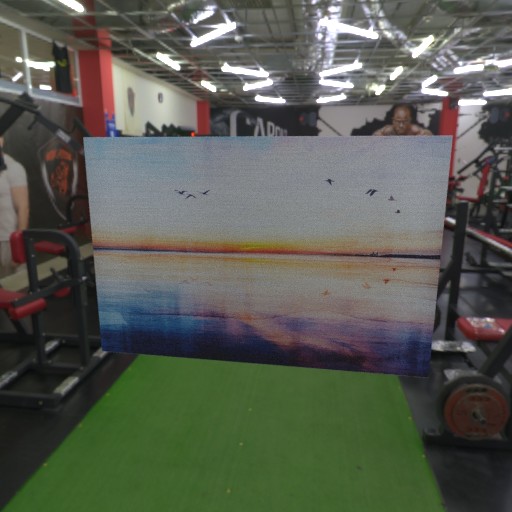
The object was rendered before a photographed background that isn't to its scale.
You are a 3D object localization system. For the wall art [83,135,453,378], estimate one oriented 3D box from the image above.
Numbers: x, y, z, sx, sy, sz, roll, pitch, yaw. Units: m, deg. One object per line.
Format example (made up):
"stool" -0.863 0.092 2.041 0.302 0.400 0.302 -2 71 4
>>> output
"wall art" 0.000 0.000 1.454 1.137 0.756 0.034 2 14 10
